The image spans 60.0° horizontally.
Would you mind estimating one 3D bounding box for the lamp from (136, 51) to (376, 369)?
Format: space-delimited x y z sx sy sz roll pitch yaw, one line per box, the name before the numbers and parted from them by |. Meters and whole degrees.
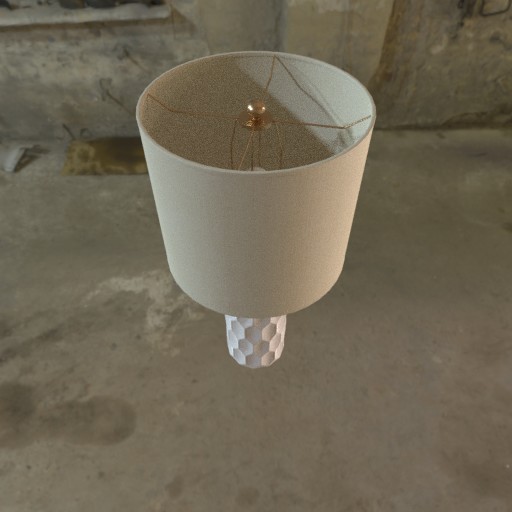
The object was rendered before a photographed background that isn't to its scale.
lamp | 0.000 0.000 0.716 0.277 0.537 0.277 -32 55 -26
